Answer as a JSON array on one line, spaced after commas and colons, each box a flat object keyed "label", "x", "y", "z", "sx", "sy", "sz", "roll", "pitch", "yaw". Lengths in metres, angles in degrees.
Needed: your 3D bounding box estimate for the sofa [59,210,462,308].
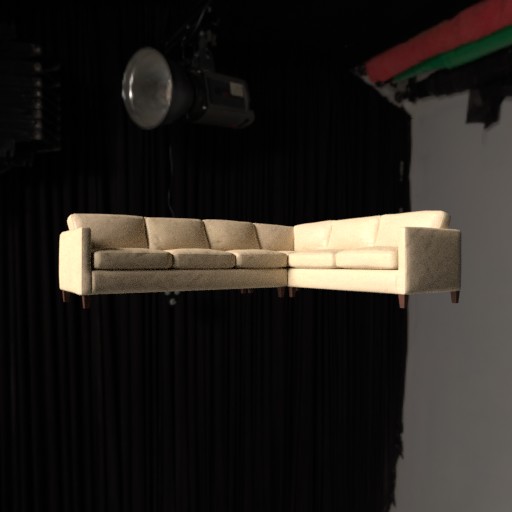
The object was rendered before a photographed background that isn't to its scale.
[{"label": "sofa", "x": 0.000, "y": 0.000, "z": 4.530, "sx": 3.302, "sy": 0.947, "sz": 2.593, "roll": 1, "pitch": -1, "yaw": -35}]
